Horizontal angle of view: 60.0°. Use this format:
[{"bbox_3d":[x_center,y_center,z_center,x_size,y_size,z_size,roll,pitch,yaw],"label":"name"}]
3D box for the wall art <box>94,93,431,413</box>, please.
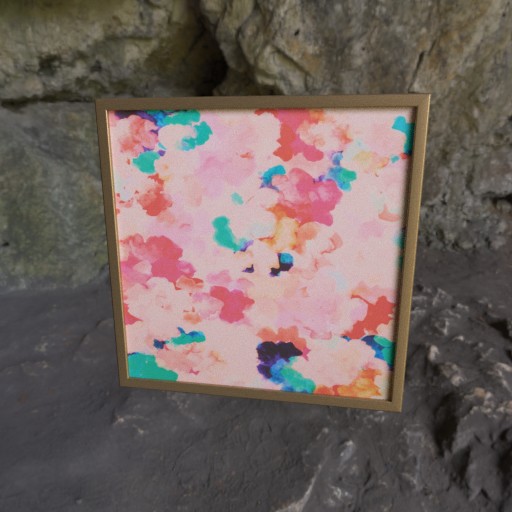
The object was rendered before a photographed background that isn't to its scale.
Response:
[{"bbox_3d":[0.000,0.000,0.452,0.304,0.305,0.038,2,15,9],"label":"wall art"}]
